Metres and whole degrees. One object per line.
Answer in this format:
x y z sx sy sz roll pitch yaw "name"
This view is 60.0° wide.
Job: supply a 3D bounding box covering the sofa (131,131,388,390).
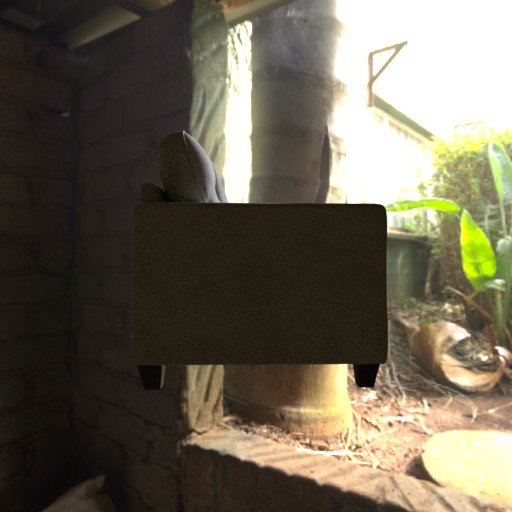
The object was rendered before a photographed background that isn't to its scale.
0.000 0.000 2.617 0.939 0.965 2.133 0 0 -1 "sofa"
